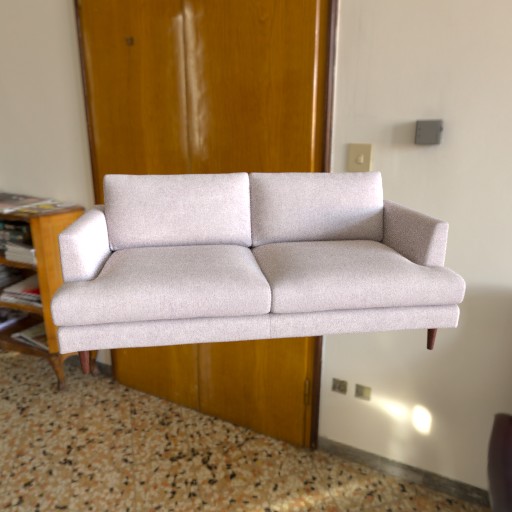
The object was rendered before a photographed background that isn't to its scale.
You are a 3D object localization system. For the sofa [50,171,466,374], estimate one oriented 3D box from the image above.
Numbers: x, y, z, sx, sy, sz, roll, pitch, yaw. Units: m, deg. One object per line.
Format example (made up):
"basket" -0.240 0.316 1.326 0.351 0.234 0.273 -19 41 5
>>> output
"sofa" 0.000 0.000 2.506 1.948 0.868 1.020 -2 17 -7
